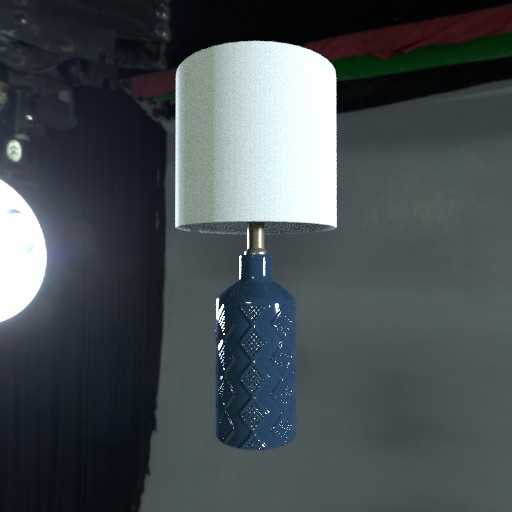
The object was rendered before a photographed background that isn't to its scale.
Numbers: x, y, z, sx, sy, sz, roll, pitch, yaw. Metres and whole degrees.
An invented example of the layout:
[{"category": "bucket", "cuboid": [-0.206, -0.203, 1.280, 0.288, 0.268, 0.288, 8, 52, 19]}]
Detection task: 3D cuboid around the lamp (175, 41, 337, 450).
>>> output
[{"category": "lamp", "cuboid": [0.000, 0.000, 0.577, 0.207, 0.461, 0.207, 0, -1, 18]}]
